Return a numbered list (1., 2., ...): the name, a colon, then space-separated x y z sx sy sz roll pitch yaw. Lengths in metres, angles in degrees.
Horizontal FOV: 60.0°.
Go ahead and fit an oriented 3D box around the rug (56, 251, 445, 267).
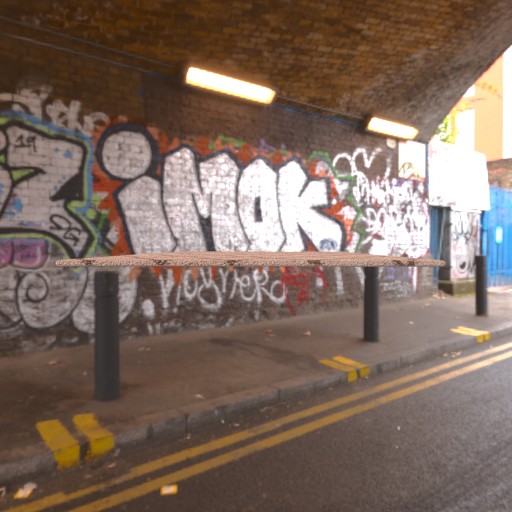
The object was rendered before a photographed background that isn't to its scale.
1. rug: 0.000 0.000 3.372 1.778 0.030 2.743 0 1 1
